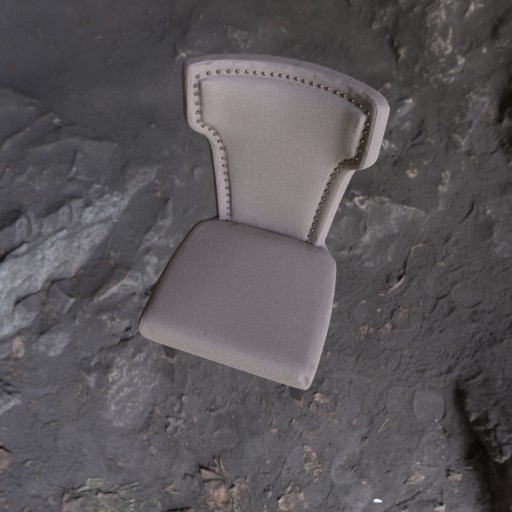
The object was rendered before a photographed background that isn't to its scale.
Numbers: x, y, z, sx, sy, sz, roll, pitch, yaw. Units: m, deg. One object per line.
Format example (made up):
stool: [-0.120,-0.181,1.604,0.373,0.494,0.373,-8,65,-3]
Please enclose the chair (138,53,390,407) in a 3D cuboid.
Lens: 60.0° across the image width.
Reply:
chair: [0.000,0.000,1.336,0.526,0.955,0.630,16,60,10]
